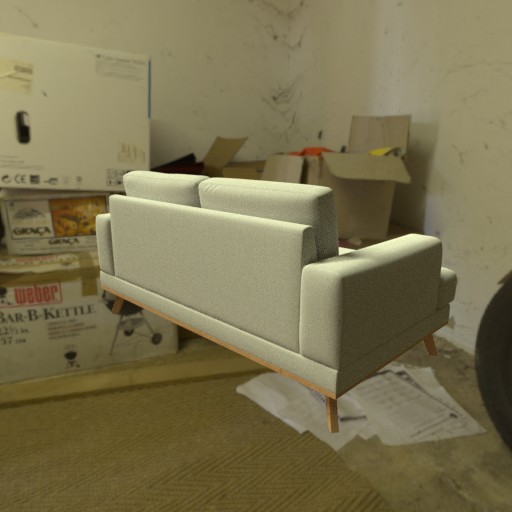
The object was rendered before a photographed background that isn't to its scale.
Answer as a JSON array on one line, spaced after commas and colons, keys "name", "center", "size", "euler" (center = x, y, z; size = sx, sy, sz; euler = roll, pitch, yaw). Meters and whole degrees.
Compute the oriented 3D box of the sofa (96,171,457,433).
[{"name": "sofa", "center": [0.000, 0.000, 2.201], "size": [1.651, 0.810, 0.915], "euler": [14, 20, 43]}]
